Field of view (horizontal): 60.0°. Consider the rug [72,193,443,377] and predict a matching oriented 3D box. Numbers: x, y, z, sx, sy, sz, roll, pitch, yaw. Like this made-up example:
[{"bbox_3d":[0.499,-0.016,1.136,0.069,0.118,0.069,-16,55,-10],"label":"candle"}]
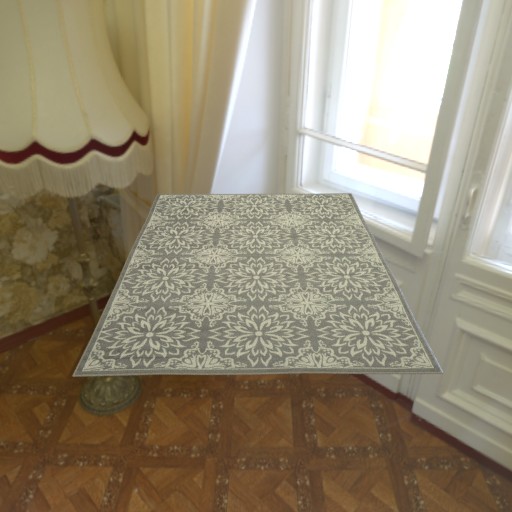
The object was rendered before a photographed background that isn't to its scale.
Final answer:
[{"bbox_3d":[0.000,0.000,4.101,2.363,0.012,2.980,0,30,-1],"label":"rug"}]
